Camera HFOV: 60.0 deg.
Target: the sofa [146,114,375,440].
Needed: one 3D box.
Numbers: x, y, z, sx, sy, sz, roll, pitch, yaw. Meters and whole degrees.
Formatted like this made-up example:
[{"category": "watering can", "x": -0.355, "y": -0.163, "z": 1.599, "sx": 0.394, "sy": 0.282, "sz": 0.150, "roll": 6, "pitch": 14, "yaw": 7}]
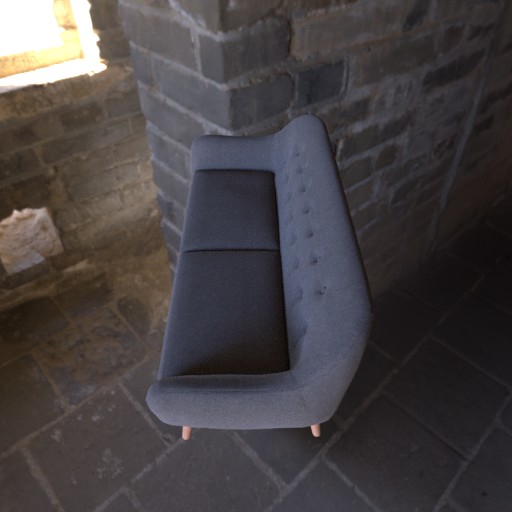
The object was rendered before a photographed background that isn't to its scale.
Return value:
[{"category": "sofa", "x": 0.000, "y": 0.000, "z": 2.278, "sx": 0.820, "sy": 0.820, "sz": 1.840, "roll": 0, "pitch": 43, "yaw": -1}]
